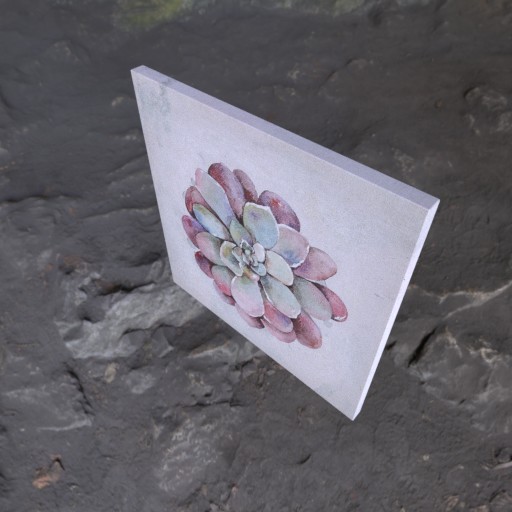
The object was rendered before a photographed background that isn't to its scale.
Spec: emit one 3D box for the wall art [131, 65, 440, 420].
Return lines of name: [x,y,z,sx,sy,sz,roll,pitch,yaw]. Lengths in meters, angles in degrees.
wall art: [0.000,0.000,1.148,0.762,0.762,0.041,33,54,28]
